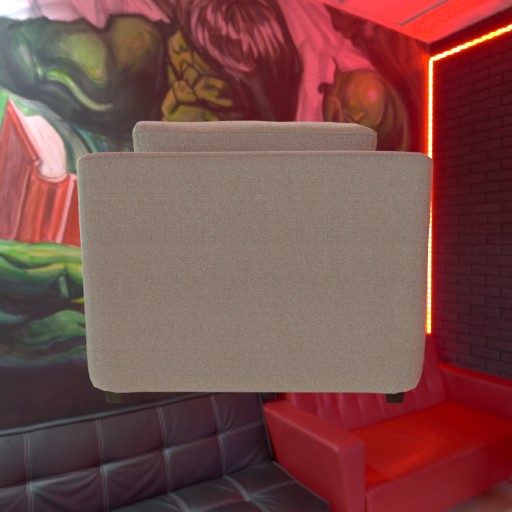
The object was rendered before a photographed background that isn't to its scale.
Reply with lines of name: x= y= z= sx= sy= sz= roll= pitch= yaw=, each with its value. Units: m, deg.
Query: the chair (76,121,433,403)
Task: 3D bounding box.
chair: x=0.000 y=0.000 z=1.936 sx=1.178 sy=1.016 sz=1.009 roll=0 pitch=1 yaw=1
